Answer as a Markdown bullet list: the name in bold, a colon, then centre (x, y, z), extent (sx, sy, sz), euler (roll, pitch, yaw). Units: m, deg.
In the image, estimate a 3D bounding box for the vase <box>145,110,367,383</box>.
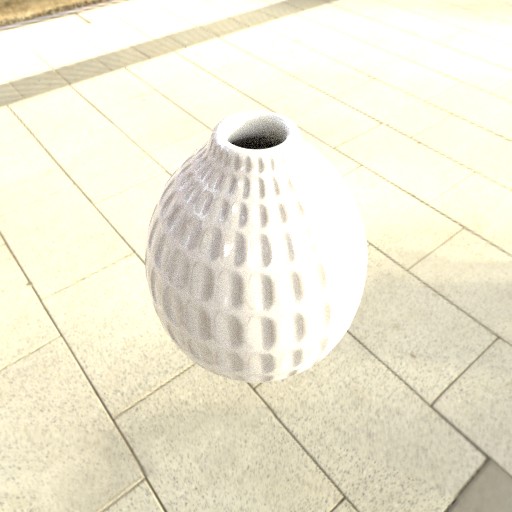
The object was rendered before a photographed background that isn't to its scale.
- **vase**: centre (0.000, 0.000, 0.260), extent (0.128, 0.167, 0.128), euler (0, 47, 0)
